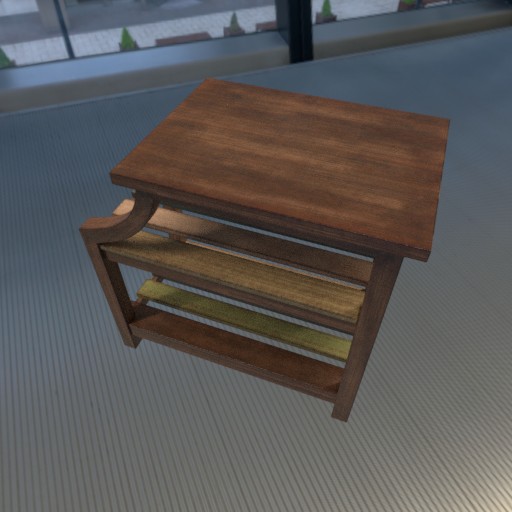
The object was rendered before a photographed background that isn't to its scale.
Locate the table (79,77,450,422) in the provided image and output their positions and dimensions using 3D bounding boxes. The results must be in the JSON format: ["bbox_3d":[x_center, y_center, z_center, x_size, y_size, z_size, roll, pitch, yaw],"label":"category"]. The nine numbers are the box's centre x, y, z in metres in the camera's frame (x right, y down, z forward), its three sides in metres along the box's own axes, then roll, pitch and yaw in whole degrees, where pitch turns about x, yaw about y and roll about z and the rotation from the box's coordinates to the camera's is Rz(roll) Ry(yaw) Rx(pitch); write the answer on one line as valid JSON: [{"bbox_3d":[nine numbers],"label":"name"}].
[{"bbox_3d":[0.000,0.000,0.961,0.609,0.584,0.356,15,48,14],"label":"table"}]
